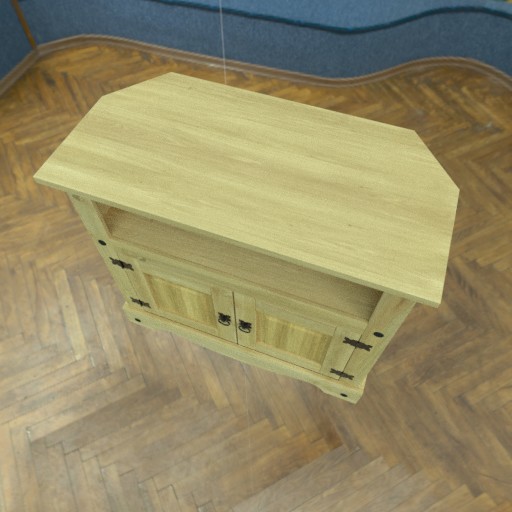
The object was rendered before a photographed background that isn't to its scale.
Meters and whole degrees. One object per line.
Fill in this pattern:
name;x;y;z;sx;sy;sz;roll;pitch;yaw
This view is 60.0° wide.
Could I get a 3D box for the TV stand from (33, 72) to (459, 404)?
TV stand;0.000;0.000;1.294;0.851;0.781;0.425;18;59;11
